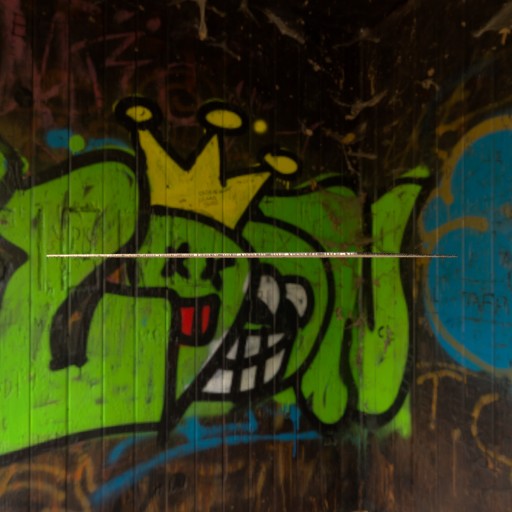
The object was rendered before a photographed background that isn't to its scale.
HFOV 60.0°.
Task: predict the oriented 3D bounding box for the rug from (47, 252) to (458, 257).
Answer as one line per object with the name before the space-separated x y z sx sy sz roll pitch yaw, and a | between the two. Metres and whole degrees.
rug | 0.000 0.000 4.009 2.932 0.015 2.315 0 0 36
